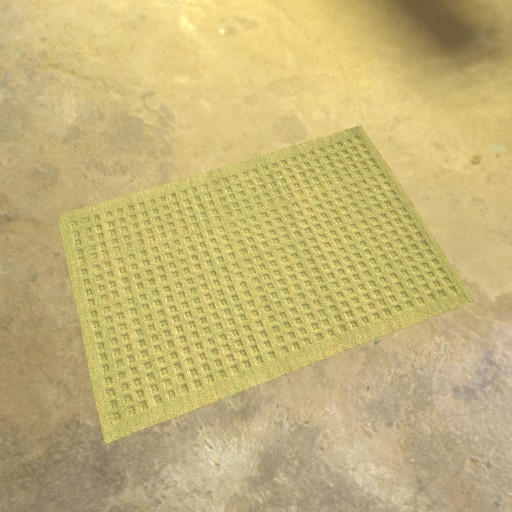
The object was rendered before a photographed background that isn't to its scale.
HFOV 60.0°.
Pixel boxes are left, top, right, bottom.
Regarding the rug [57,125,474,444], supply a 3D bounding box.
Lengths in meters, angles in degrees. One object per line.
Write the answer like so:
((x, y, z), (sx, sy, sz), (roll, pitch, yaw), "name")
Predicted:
((0.000, 0.000, 2.854), (2.297, 0.007, 1.529), (-19, 64, -9), "rug")
